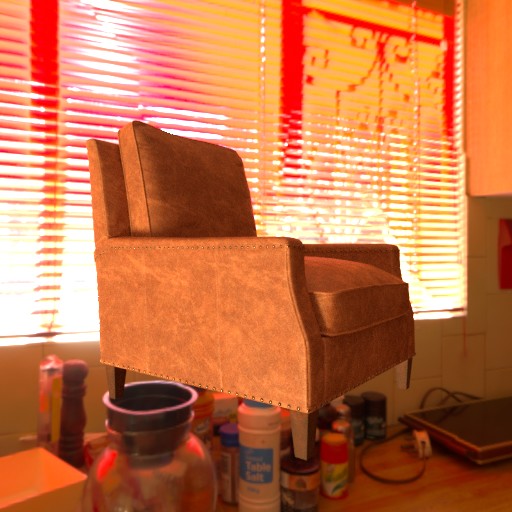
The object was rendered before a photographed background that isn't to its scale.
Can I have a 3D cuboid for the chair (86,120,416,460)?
[{"bbox_3d":[0.000,0.000,1.739,1.035,1.054,0.854,0,0,37],"label":"chair"}]
